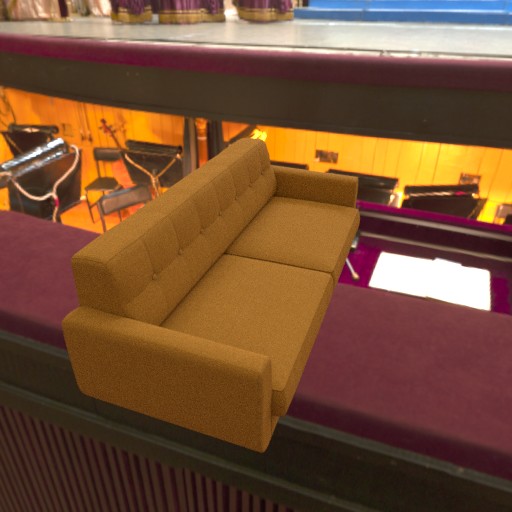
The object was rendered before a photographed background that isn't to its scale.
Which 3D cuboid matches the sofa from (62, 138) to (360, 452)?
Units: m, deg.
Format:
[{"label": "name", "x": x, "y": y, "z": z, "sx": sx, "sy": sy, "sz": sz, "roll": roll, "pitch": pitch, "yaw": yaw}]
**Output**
[{"label": "sofa", "x": 0.000, "y": 0.000, "z": 2.506, "sx": 0.909, "sy": 0.841, "sz": 2.029, "roll": 11, "pitch": 32, "yaw": 18}]
